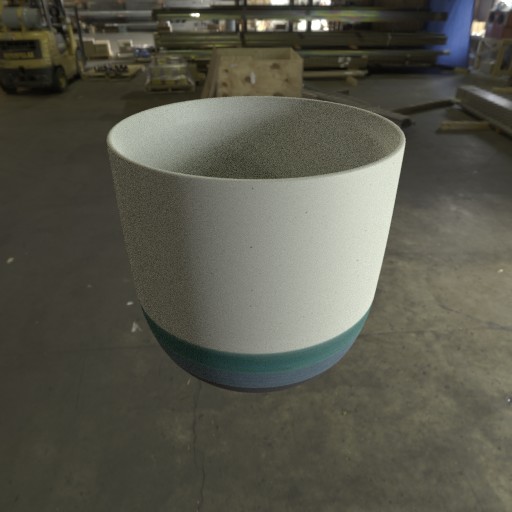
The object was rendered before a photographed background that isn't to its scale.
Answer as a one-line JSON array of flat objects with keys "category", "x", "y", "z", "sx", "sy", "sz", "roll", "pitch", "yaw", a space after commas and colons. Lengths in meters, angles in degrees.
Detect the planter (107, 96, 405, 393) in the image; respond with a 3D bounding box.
[{"category": "planter", "x": 0.000, "y": 0.000, "z": 0.369, "sx": 0.204, "sy": 0.214, "sz": 0.204, "roll": 0, "pitch": 31, "yaw": 0}]
